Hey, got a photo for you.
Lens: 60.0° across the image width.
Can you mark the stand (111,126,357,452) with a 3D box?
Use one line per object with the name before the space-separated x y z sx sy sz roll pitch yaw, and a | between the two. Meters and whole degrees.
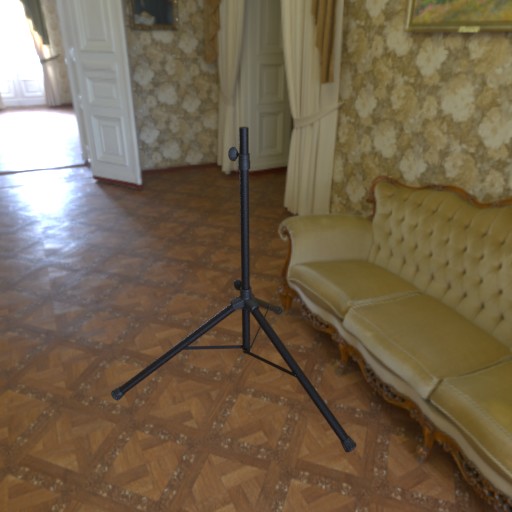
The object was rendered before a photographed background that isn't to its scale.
stand | 0.000 0.000 1.920 1.045 1.136 0.907 8 27 16
